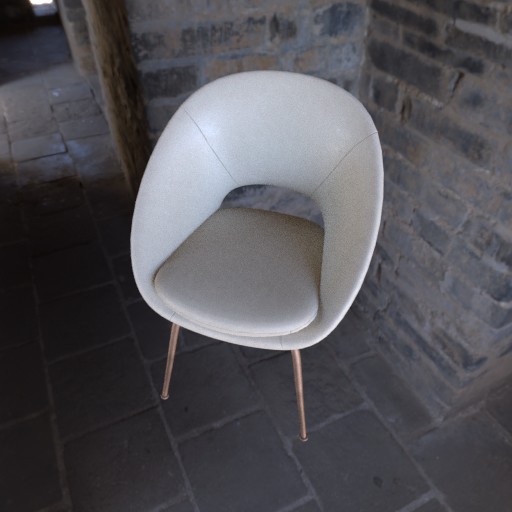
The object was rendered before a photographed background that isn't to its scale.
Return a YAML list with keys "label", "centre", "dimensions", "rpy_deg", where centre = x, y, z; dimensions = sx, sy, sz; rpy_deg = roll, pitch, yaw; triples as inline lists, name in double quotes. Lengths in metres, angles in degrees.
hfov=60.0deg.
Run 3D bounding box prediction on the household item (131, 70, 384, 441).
- label: "household item"
  centre: [0.000, 0.000, 1.259]
  dimensions: [0.623, 0.852, 0.573]
  rpy_deg: [12, 43, 13]
